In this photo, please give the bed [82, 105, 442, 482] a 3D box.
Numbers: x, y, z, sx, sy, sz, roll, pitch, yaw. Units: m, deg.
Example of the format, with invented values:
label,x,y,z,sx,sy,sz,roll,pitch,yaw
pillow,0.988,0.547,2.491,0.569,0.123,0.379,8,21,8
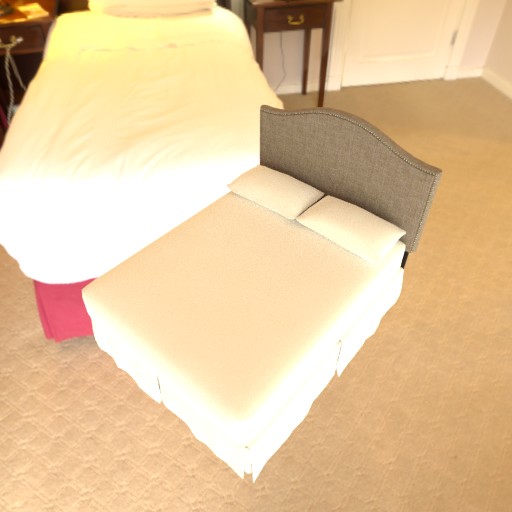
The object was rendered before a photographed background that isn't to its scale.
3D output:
label,x,y,z,sx,sy,sz,roll,pitch,yaw
bed,0.000,0.000,3.306,1.713,1.518,2.153,30,51,28
